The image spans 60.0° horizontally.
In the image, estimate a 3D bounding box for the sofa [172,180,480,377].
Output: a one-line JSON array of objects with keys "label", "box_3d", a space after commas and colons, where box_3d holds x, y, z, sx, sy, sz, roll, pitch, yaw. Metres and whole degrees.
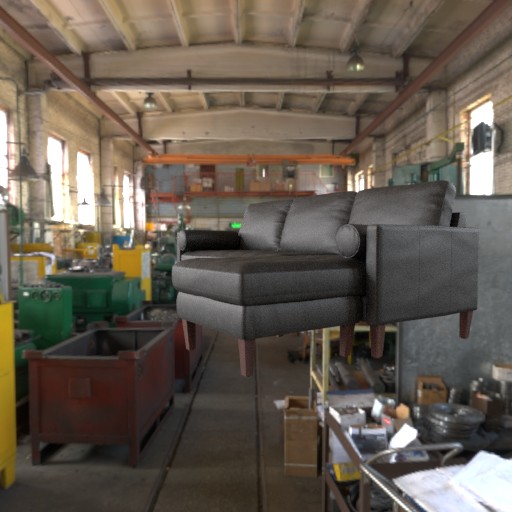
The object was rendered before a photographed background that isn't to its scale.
[{"label": "sofa", "box_3d": [0.000, 0.000, 2.899, 1.497, 0.876, 2.178, -1, 2, -34]}]
